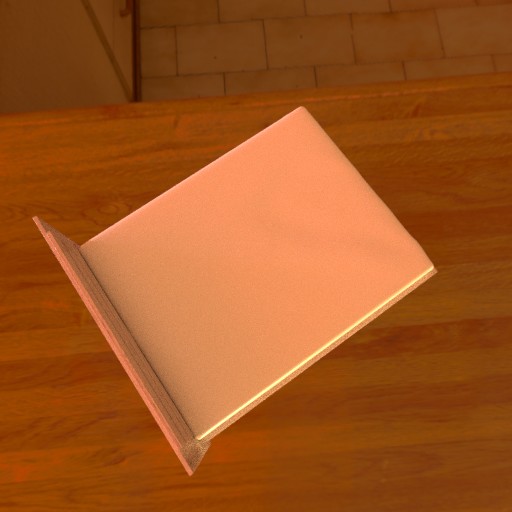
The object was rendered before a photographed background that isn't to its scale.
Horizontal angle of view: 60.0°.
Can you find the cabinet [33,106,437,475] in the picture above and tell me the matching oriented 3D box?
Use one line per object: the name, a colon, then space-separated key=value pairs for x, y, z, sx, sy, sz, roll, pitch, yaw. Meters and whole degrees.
cabinet: x=0.000 y=0.000 z=3.112 sx=2.080 sy=0.970 sz=1.750 roll=-34 pitch=78 yaw=-8
